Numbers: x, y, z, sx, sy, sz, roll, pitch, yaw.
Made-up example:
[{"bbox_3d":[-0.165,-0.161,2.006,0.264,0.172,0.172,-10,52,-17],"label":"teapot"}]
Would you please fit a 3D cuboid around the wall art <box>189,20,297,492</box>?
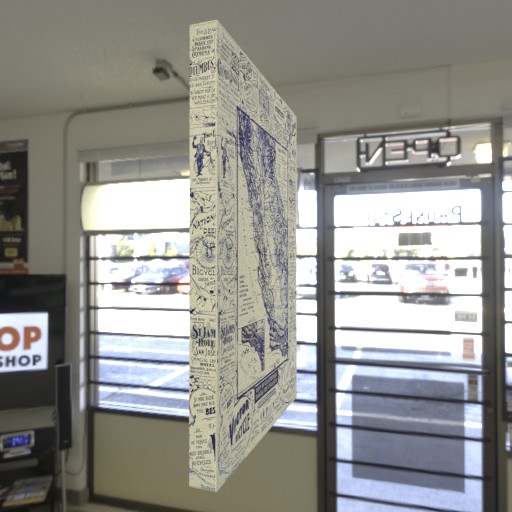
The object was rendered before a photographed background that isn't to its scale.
[{"bbox_3d":[0.000,0.000,0.762,0.040,0.601,0.408,0,0,20],"label":"wall art"}]
